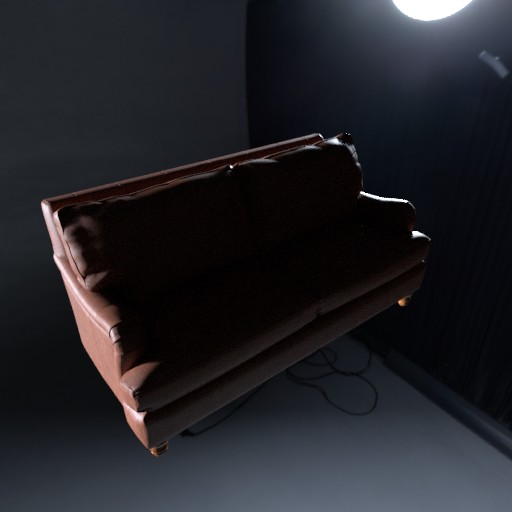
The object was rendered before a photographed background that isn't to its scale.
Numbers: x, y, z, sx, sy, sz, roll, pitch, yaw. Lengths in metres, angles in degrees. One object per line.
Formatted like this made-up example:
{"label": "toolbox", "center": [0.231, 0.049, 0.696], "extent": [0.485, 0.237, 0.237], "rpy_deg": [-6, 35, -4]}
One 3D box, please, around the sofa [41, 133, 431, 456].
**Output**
{"label": "sofa", "center": [0.000, 0.000, 2.732], "extent": [2.144, 1.071, 1.147], "rpy_deg": [-22, 38, -32]}
